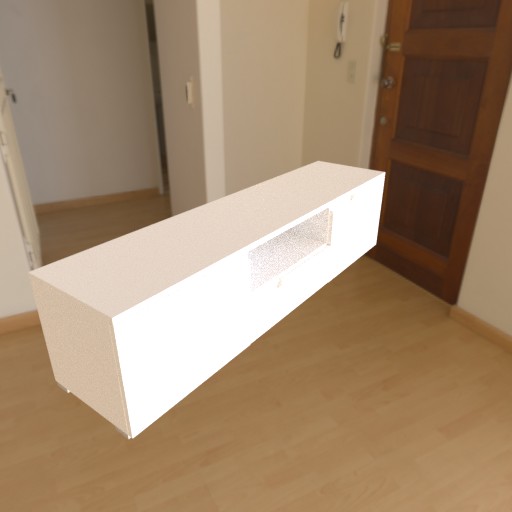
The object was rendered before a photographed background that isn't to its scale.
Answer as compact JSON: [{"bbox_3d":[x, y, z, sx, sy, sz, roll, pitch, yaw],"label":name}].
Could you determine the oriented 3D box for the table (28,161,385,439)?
[{"bbox_3d":[0.000,0.000,1.848,0.390,0.420,1.650,18,31,33],"label":"table"}]
